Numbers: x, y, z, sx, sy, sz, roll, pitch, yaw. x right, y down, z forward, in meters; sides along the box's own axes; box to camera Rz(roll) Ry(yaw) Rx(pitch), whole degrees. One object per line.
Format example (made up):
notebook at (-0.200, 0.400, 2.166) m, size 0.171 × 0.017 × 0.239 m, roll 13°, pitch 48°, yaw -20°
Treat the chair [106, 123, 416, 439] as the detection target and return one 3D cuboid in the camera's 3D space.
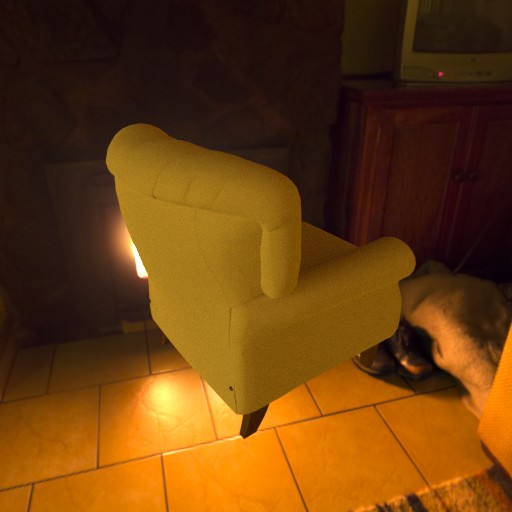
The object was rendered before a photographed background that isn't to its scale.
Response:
chair at (0.000, 0.000, 2.020) m, size 1.132 × 1.169 × 1.035 m, roll -18°, pitch 32°, yaw -31°
